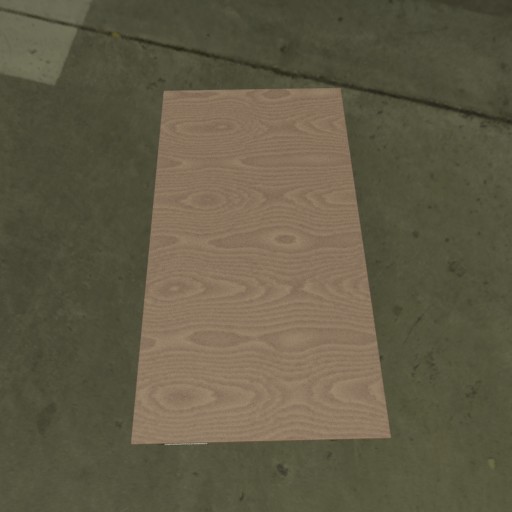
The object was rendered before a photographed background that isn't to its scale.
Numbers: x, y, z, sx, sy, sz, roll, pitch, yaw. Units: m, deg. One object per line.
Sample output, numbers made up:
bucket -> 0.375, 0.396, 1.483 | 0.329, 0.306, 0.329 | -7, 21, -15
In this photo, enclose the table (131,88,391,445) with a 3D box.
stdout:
table -> 0.000, 0.000, 1.525 | 0.651, 0.347, 1.197 | -1, 64, -1
